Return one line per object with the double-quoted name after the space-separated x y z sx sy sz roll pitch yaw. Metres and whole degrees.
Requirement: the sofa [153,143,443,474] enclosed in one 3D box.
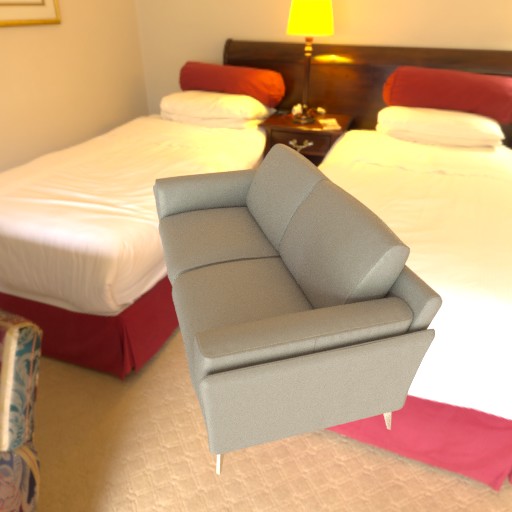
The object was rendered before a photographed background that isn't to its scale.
0.000 0.000 2.666 1.049 0.930 2.101 -8 31 -14 "sofa"
